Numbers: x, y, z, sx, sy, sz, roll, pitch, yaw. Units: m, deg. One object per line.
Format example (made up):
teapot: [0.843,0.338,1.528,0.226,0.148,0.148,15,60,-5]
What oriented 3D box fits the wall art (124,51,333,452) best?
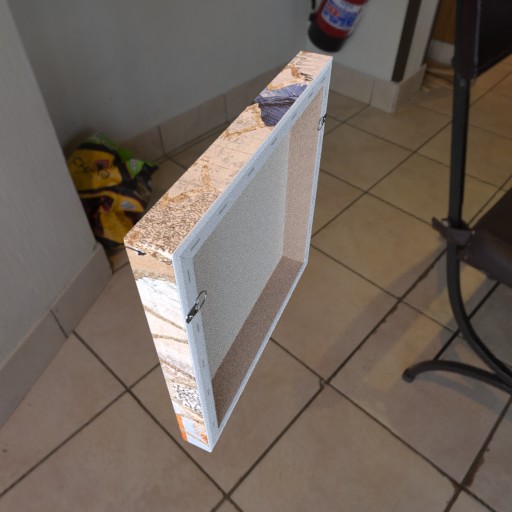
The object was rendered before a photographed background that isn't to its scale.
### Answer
wall art: [0.000,0.000,0.460,0.036,0.304,0.303,18,49,17]
